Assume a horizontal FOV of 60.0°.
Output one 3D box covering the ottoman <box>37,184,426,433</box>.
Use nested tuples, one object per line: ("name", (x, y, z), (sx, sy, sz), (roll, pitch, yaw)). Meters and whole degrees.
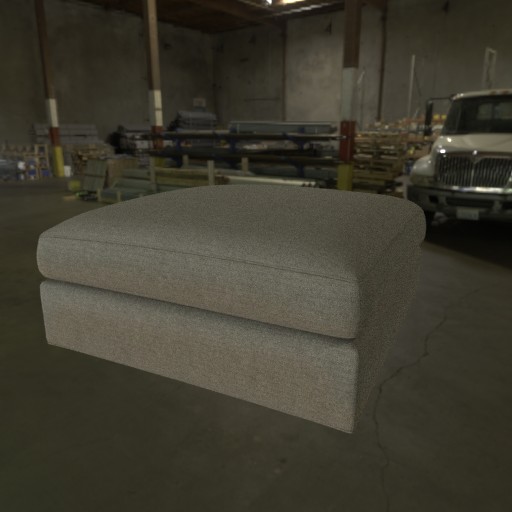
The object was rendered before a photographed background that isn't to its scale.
("ottoman", (0.000, 0.000, 1.603), (1.041, 0.470, 1.041), (8, 17, 26))
